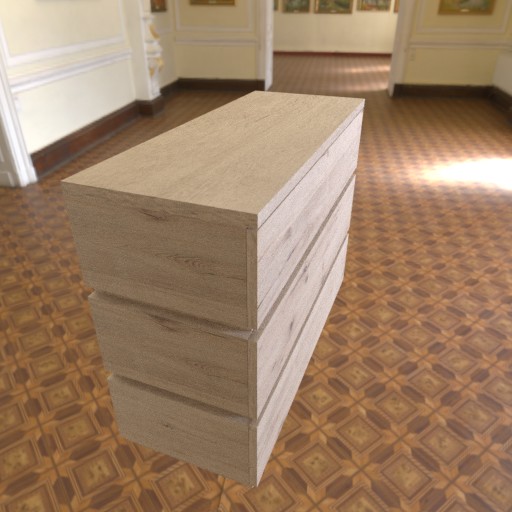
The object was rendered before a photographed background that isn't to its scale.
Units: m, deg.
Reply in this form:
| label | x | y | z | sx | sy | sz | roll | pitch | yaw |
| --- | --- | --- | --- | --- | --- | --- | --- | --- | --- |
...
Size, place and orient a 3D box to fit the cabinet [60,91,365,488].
| label | x | y | z | sx | sy | sz | roll | pitch | yaw |
| --- | --- | --- | --- | --- | --- | --- | --- | --- | --- |
| cabinet | 0.000 | 0.000 | 1.433 | 0.420 | 0.820 | 1.040 | 11 | 32 | 19 |
